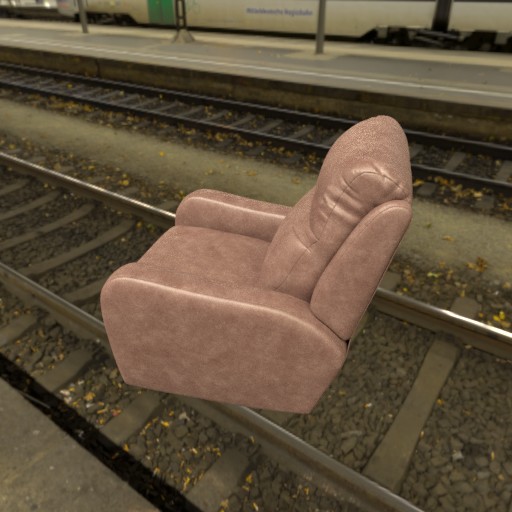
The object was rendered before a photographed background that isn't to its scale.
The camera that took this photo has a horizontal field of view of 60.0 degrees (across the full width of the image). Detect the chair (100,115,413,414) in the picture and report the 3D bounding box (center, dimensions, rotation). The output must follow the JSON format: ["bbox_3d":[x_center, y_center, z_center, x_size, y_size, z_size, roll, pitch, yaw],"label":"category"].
[{"bbox_3d":[0.000,0.000,1.821,1.067,1.067,0.865,8,32,12],"label":"chair"}]
